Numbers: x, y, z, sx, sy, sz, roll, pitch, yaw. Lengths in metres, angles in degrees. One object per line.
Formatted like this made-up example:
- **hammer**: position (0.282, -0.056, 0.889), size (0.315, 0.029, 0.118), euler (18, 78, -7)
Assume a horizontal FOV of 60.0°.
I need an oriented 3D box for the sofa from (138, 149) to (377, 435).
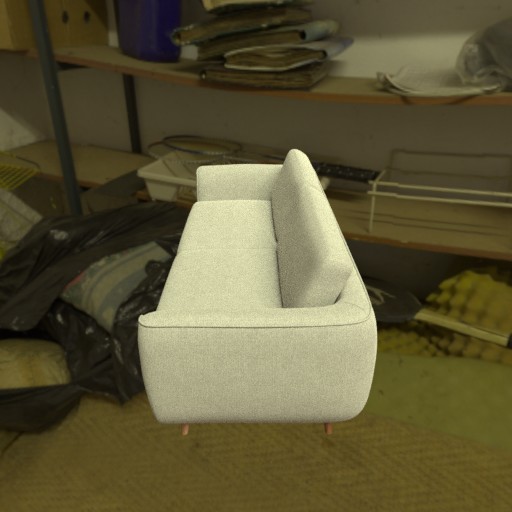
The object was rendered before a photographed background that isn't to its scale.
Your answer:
- **sofa**: position (0.000, 0.000, 2.471), size (0.920, 0.850, 2.000), euler (0, 27, 0)
